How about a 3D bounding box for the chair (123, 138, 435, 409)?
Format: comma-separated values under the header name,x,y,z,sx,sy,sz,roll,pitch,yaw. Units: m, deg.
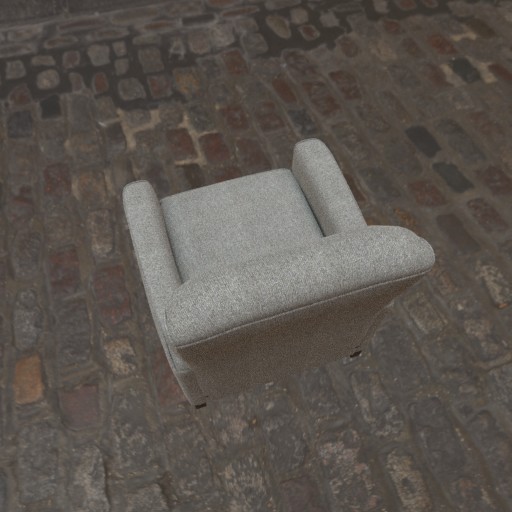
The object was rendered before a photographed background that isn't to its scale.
name,x,y,z,sx,sy,sz,roll,pitch,yaw
chair,0.000,0.000,1.639,0.841,1.028,0.858,-16,60,-9
